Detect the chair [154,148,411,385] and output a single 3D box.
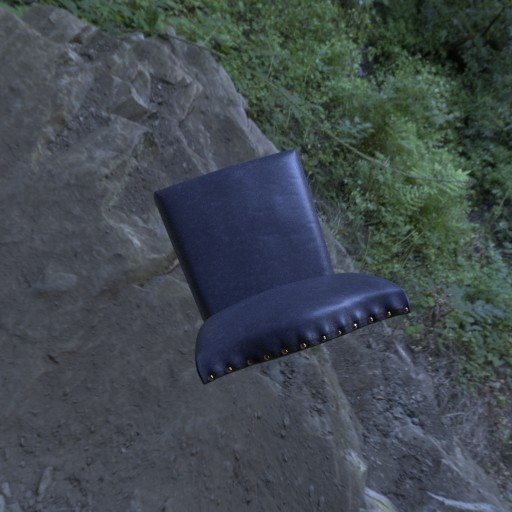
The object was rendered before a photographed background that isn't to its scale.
[{"bbox_3d":[0.000,0.000,1.351,0.500,0.991,0.633,-18,76,-5],"label":"chair"}]
